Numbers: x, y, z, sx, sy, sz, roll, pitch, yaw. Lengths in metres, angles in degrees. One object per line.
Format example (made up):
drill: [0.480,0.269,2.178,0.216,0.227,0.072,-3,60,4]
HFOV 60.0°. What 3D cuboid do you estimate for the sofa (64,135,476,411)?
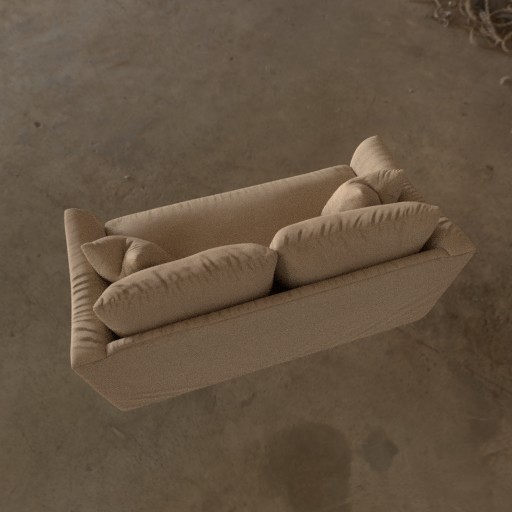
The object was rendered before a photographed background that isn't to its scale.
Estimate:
sofa: [0.000,0.000,2.607,2.010,1.018,1.072,-15,59,-9]
